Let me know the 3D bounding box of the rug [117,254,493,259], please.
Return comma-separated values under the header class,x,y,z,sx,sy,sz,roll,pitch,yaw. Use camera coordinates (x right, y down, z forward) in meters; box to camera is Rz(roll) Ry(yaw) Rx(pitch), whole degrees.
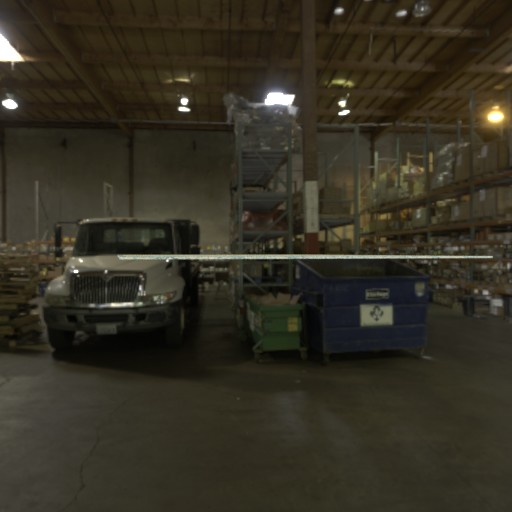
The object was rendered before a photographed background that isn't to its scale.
class,x,y,z,sx,sy,sz,roll,pitch,yaw
rug,0.000,0.000,4.108,2.441,0.013,3.056,0,0,-18
